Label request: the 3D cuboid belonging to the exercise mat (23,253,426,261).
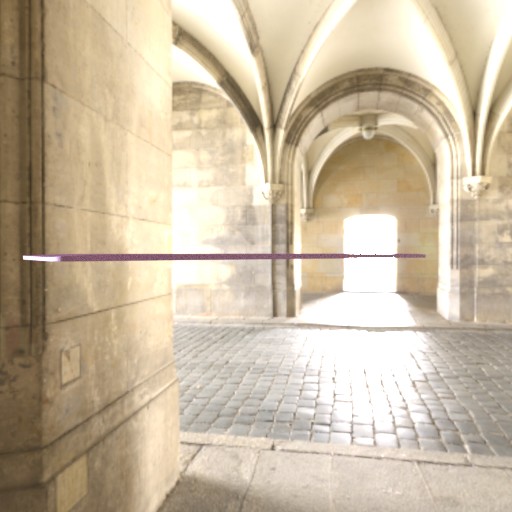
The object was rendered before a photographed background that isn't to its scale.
[{"bbox_3d":[0.000,0.000,2.058,1.869,0.021,0.616,0,1,-37],"label":"exercise mat"}]
